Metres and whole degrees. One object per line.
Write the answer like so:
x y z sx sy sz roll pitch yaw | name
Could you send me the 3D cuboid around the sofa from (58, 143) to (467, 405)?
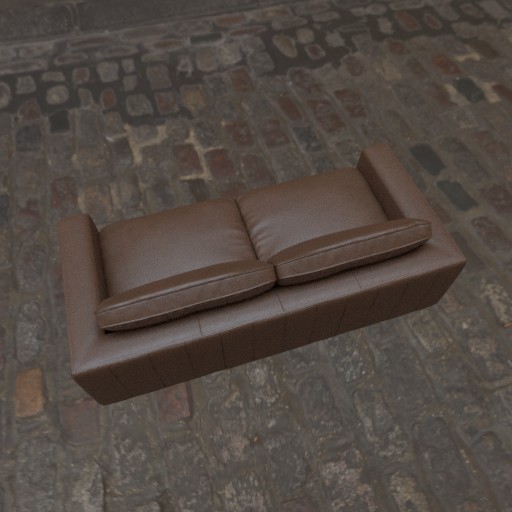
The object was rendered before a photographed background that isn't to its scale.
0.000 0.000 2.781 2.262 0.801 1.070 -15 58 -9 | sofa
